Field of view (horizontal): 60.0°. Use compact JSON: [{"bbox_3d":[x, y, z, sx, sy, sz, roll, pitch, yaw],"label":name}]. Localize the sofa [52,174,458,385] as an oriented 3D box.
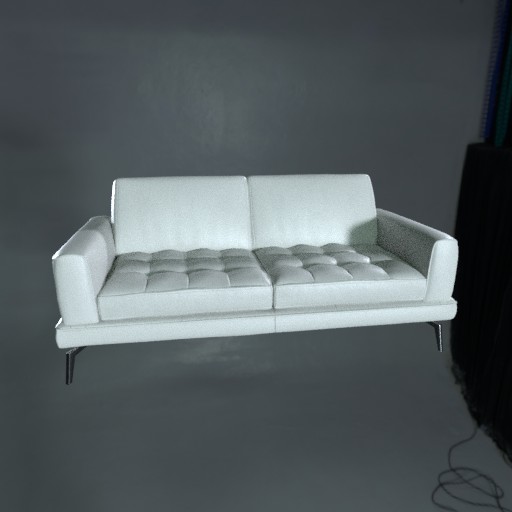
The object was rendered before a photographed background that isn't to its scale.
[{"bbox_3d":[0.000,0.000,2.768,2.177,0.930,1.121,-3,16,-9],"label":"sofa"}]
